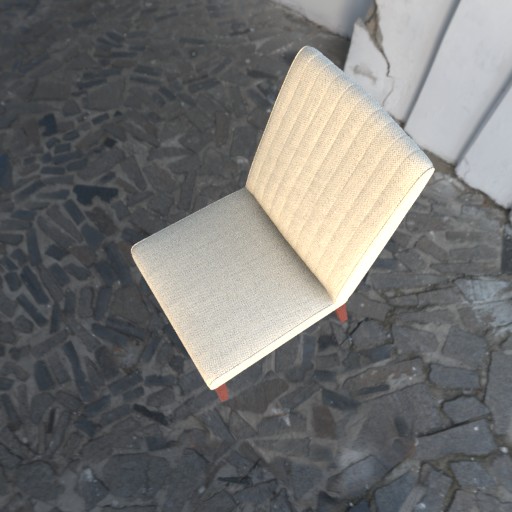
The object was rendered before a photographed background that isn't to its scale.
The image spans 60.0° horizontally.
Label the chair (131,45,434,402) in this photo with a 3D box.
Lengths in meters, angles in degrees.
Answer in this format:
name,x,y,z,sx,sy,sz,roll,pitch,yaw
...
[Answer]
name,x,y,z,sx,sy,sz,roll,pitch,yaw
chair,0.000,0.000,1.262,0.594,0.900,0.480,-30,67,-14
